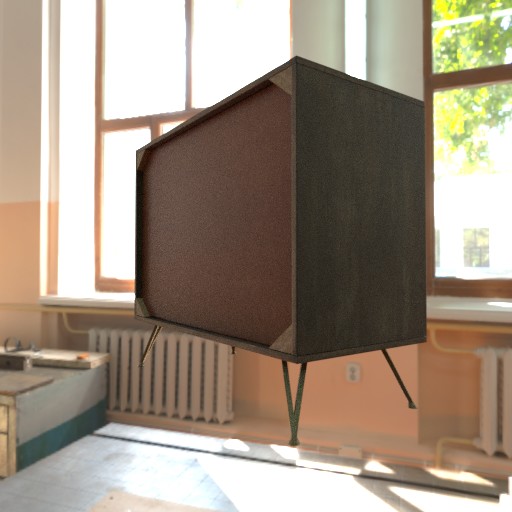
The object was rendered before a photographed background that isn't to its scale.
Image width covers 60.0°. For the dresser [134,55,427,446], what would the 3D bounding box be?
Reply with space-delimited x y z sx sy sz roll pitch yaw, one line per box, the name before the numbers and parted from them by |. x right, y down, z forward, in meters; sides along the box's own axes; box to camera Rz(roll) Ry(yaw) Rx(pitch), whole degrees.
dresser | 0.000 0.000 1.408 0.453 0.801 0.923 1 -2 -35
